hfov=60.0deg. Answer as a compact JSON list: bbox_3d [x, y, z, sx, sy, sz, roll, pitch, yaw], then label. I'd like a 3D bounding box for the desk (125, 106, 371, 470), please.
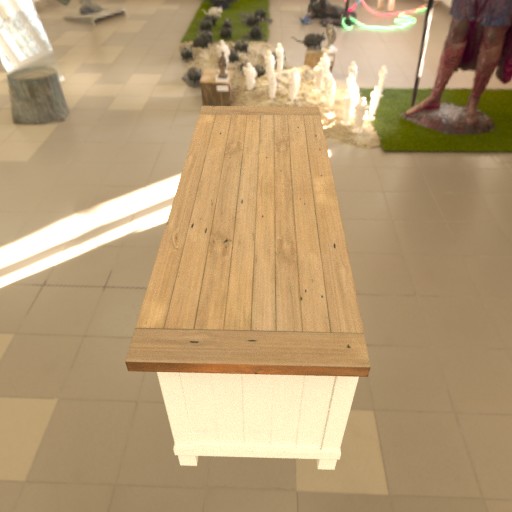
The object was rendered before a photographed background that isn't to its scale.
[{"bbox_3d":[0.000,0.000,2.171,0.688,0.760,1.803,1,41,1],"label":"desk"}]
